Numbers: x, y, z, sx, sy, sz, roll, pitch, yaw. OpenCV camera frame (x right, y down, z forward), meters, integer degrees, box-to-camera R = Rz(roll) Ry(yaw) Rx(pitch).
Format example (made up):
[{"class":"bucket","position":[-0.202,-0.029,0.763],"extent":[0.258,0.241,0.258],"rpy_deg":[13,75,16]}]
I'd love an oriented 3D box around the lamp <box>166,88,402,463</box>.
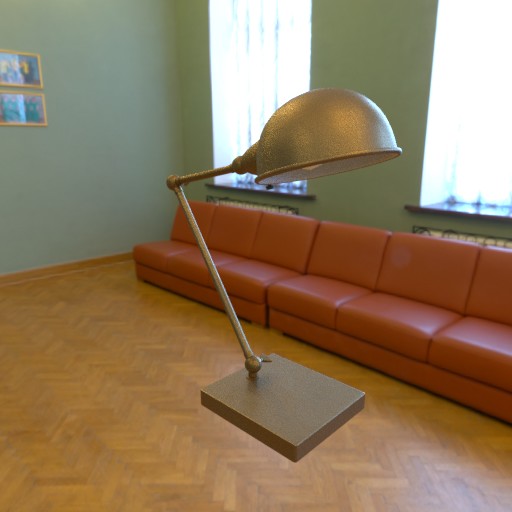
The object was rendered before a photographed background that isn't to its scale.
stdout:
[{"class":"lamp","position":[0.000,0.000,0.542],"extent":[0.339,0.371,0.149],"rpy_deg":[14,20,42]}]
